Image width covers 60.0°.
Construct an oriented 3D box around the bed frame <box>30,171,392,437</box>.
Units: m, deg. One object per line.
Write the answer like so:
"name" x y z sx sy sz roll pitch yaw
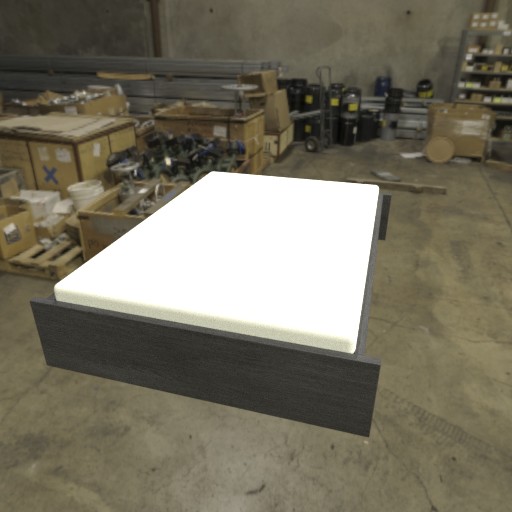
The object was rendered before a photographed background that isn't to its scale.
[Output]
"bed frame" 0.000 0.000 2.648 1.490 0.432 1.950 8 28 15
